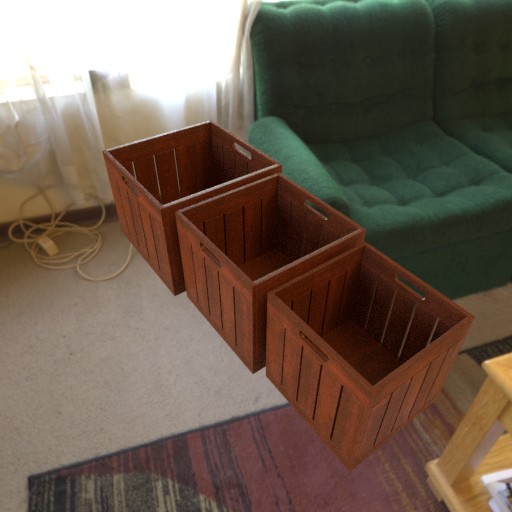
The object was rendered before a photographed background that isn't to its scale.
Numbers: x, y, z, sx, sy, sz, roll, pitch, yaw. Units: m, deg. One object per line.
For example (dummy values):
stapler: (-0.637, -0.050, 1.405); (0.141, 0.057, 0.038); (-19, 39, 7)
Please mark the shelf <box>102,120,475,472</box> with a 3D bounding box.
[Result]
shelf: (0.000, 0.000, 1.218); (0.393, 0.311, 1.064); (-25, 46, -27)
